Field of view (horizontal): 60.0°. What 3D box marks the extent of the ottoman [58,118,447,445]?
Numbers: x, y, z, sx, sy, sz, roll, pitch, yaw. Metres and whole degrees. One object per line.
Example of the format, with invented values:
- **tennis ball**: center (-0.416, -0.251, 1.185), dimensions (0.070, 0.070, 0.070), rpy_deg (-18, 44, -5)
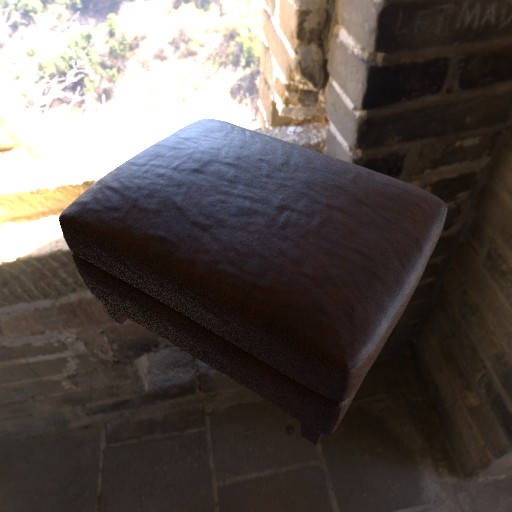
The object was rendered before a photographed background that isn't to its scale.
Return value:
- **ottoman**: center (0.000, 0.000, 1.302), dimensions (0.887, 0.527, 0.659), rpy_deg (25, 51, 22)
